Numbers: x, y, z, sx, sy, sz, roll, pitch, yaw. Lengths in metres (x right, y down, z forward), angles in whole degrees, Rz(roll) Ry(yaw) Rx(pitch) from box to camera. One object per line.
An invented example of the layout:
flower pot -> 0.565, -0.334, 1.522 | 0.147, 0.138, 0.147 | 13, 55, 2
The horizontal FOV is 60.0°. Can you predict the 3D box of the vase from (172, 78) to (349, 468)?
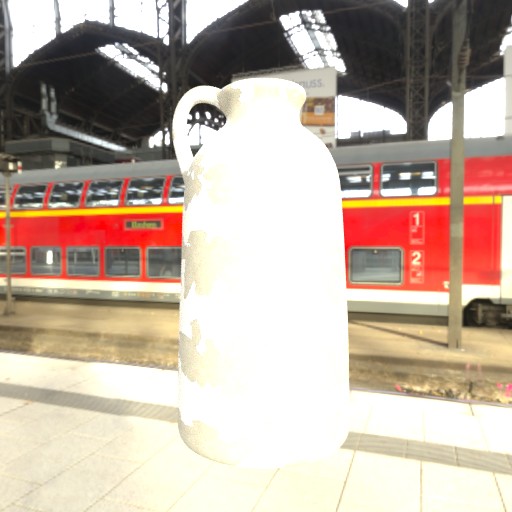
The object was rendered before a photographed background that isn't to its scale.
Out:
vase -> 0.000, 0.000, 0.486 | 0.203, 0.382, 0.186 | 1, 2, 18
